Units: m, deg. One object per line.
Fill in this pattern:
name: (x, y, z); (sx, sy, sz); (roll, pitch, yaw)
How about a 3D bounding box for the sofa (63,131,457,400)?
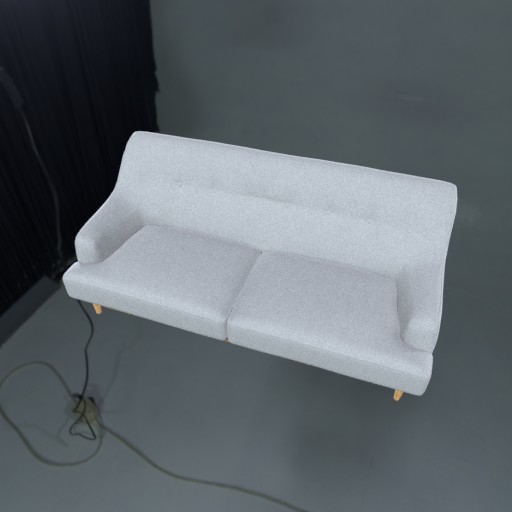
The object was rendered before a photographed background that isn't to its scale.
sofa: (0.000, 0.000, 2.577); (2.057, 0.871, 0.978); (13, 43, 14)
